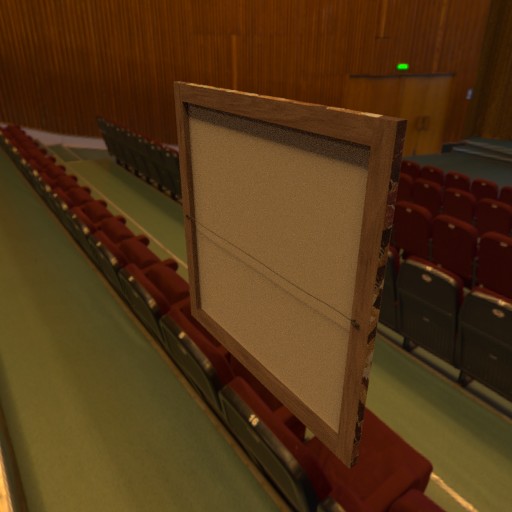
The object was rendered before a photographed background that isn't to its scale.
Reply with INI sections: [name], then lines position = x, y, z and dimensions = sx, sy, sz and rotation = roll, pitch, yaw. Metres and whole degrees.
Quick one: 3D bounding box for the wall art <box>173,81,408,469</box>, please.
[wall art]
position = 0.000, 0.000, 1.111
dimensions = 0.028, 0.762, 0.757
rotation = -18, 31, -31
